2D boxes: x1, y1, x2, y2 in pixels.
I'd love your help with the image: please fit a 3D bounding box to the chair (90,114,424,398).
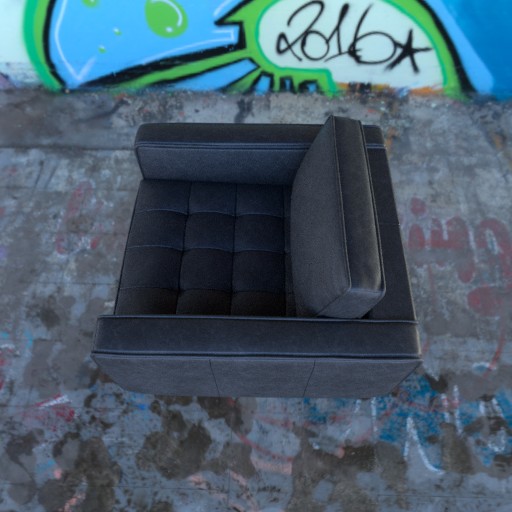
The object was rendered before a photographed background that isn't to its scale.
[{"bbox_3d":[0.000,0.000,1.556,0.914,0.763,0.889,1,60,1],"label":"chair"}]
